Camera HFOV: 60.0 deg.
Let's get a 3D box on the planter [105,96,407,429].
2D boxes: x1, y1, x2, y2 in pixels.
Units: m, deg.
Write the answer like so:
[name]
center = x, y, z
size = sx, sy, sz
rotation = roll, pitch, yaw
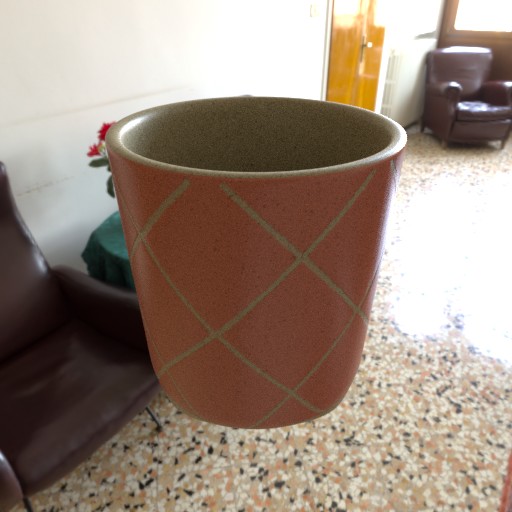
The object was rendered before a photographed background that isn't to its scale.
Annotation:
[planter]
center = 0.000, 0.000, 0.341
size = 0.191, 0.200, 0.191
rotation = 0, 31, 0
